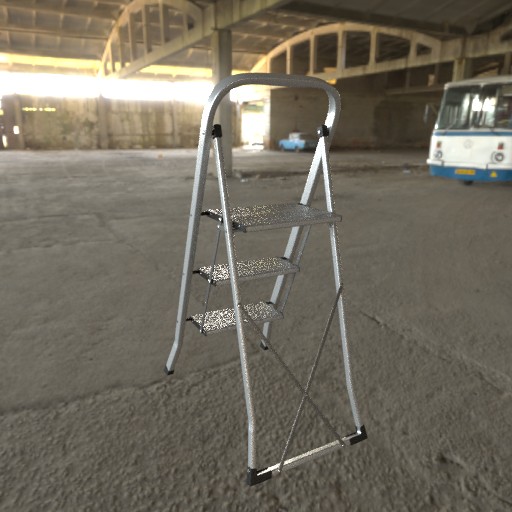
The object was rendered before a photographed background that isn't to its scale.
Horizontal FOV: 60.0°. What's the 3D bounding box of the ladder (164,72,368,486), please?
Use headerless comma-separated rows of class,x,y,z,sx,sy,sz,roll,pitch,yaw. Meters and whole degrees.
ladder,0.000,0.000,1.437,0.465,1.070,0.704,-8,18,-27
